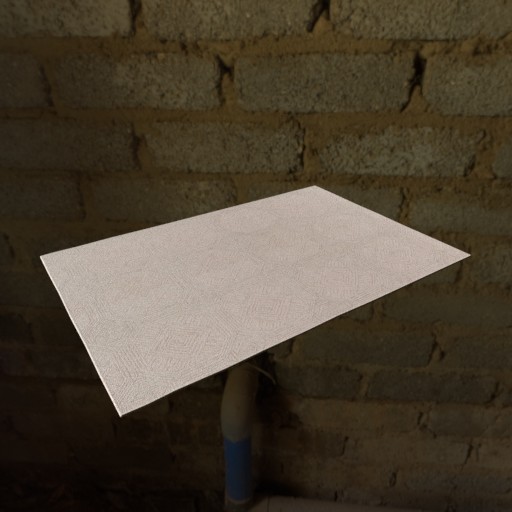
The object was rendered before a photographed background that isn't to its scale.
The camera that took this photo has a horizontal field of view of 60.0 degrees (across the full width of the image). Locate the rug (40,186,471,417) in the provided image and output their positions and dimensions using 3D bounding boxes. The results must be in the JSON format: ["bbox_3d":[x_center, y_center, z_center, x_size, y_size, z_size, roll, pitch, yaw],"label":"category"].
[{"bbox_3d":[0.000,0.000,2.268,1.839,0.009,1.236,-18,34,-29],"label":"rug"}]
